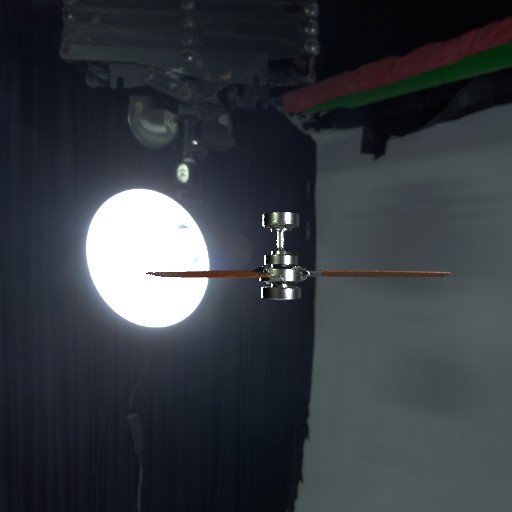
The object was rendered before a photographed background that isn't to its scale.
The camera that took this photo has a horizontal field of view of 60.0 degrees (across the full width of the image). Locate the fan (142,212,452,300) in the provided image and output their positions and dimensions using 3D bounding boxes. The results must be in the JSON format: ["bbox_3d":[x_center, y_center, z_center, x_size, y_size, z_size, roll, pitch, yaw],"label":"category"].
[{"bbox_3d":[0.000,0.000,2.024,1.416,0.410,1.271,-2,-3,37],"label":"fan"}]
